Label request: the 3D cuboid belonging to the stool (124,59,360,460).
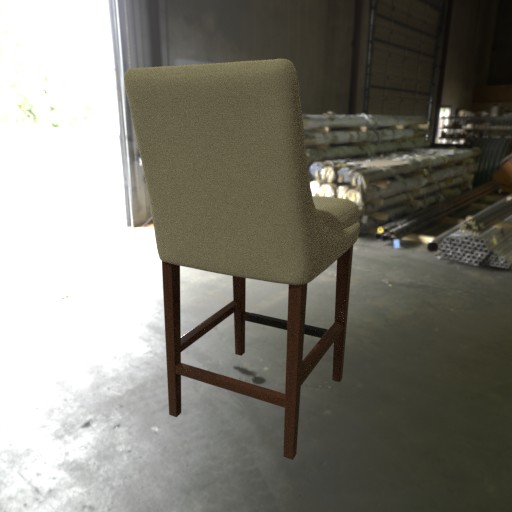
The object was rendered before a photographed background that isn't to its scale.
[{"bbox_3d":[0.000,0.000,1.284,0.470,0.981,0.577,9,19,26],"label":"stool"}]
